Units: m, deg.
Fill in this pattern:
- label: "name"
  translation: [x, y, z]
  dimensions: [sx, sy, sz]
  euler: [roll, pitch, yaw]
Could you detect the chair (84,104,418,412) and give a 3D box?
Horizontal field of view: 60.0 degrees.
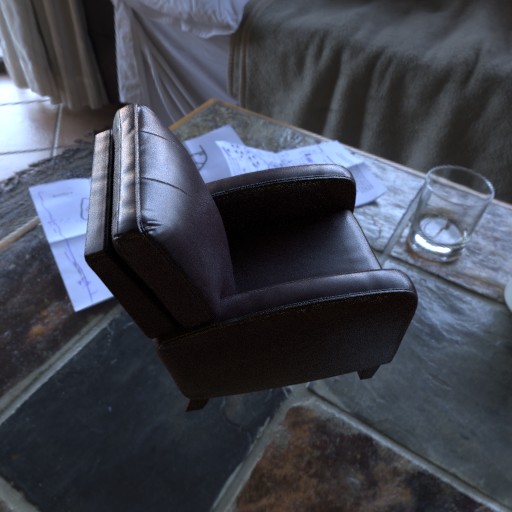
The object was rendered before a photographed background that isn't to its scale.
- label: "chair"
  translation: [0.000, 0.000, 1.657]
  dimensions: [0.990, 0.990, 0.762]
  euler: [-8, 48, -7]
